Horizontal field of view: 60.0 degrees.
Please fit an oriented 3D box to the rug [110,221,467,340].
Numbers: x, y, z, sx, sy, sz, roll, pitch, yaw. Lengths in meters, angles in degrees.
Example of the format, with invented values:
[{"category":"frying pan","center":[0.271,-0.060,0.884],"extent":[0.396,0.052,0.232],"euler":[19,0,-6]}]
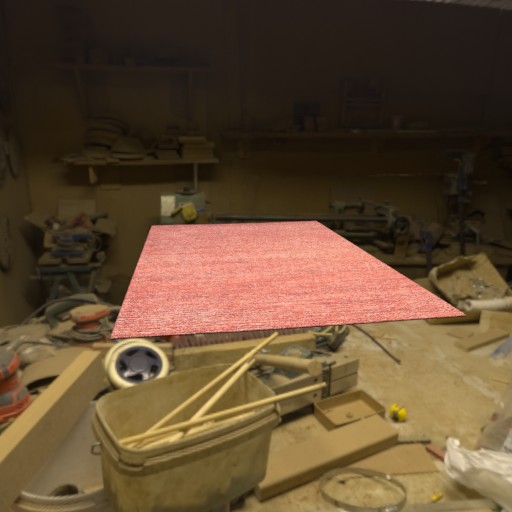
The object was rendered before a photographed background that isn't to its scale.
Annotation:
[{"category":"rug","center":[0.000,0.000,2.209],"extent":[1.139,0.011,1.747],"euler":[-2,15,-9]}]
